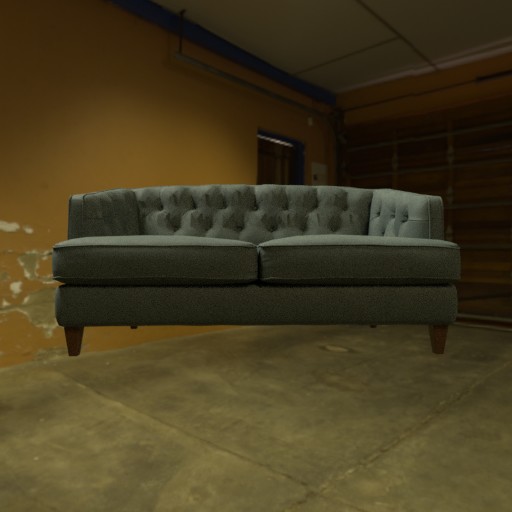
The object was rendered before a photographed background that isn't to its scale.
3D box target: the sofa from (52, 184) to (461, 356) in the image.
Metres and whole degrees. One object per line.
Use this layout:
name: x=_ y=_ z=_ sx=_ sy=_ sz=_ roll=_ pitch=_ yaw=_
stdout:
sofa: x=0.000 y=0.000 z=2.278 sx=1.733 sy=0.855 sz=0.941 roll=0 pitch=0 yaw=-2
